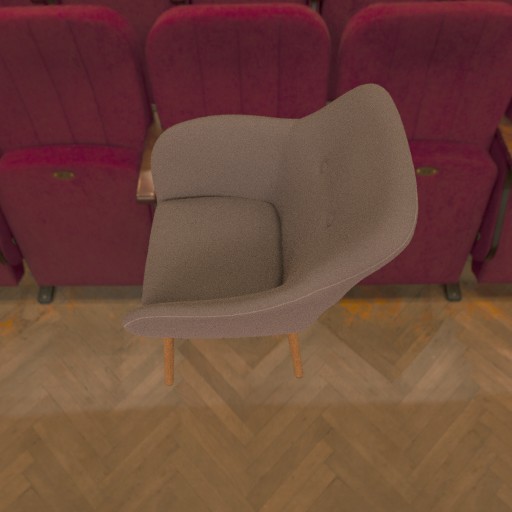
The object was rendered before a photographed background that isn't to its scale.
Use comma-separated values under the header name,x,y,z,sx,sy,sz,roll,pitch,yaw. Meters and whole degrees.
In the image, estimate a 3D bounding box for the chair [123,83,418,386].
name,x,y,z,sx,sy,sz,roll,pitch,yaw
chair,0.000,0.000,1.192,0.590,0.830,0.570,0,58,0
